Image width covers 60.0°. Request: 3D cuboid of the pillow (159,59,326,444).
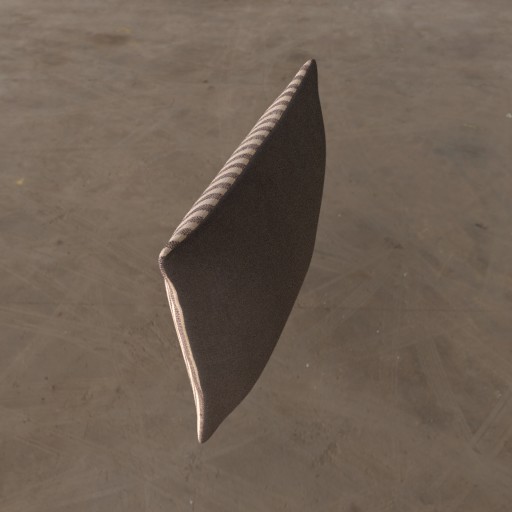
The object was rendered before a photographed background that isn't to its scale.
[{"bbox_3d":[0.000,0.000,0.789,0.166,0.506,0.523,16,49,15],"label":"pillow"}]
